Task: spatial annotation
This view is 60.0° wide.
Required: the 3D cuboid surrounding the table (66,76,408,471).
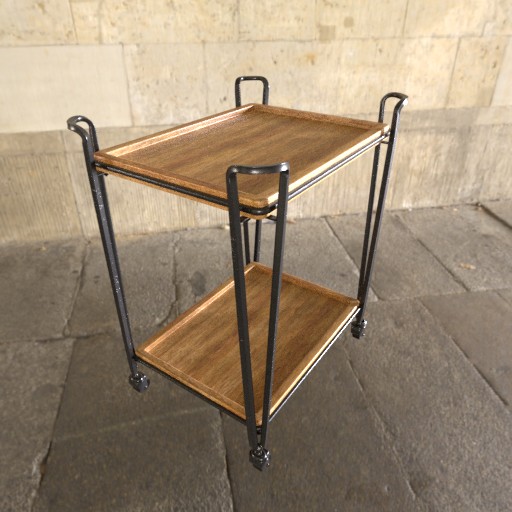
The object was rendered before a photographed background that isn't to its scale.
[{"bbox_3d":[0.000,0.000,1.191,0.505,0.785,0.672,20,36,29],"label":"table"}]
